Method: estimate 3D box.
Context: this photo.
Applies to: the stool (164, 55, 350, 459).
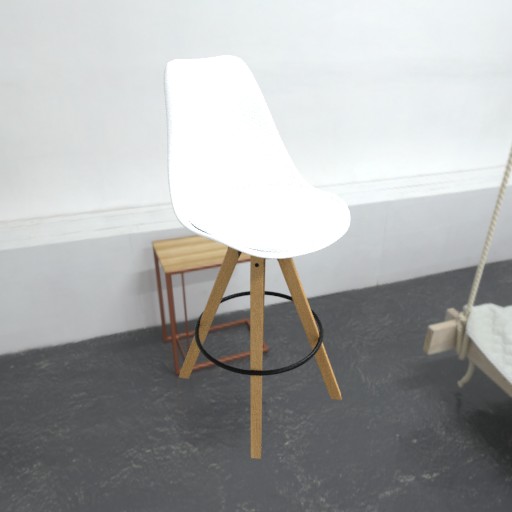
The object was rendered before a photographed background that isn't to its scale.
[{"bbox_3d":[0.000,0.000,1.404,0.482,1.115,0.549,-22,36,-33],"label":"stool"}]
